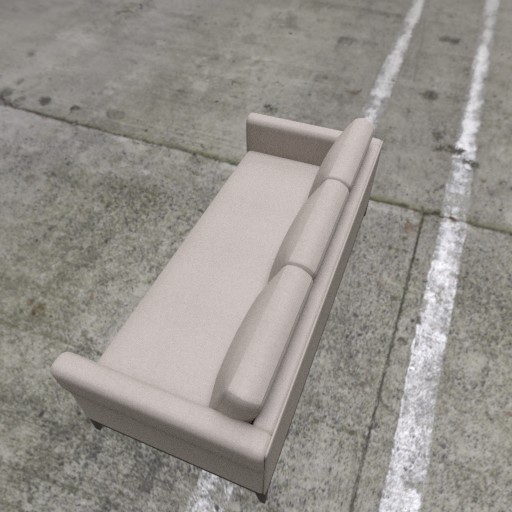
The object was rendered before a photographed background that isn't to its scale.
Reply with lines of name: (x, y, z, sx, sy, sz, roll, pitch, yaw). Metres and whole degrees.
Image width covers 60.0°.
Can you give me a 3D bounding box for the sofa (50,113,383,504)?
sofa: (0.000, 0.000, 2.553, 0.959, 0.838, 2.210, 16, 50, 15)
